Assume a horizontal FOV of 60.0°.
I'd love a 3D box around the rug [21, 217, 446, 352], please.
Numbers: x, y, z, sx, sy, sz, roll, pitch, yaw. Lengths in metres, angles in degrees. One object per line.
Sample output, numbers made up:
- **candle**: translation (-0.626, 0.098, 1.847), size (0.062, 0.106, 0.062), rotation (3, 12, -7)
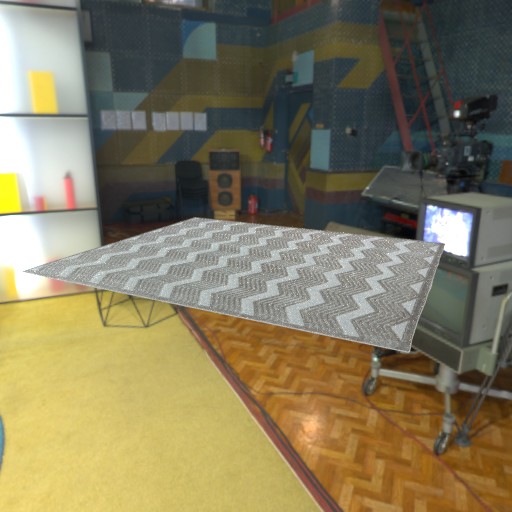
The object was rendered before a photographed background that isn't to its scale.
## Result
- **rug**: translation (0.000, 0.000, 3.835), size (2.880, 0.005, 2.391), rotation (8, 18, 25)
